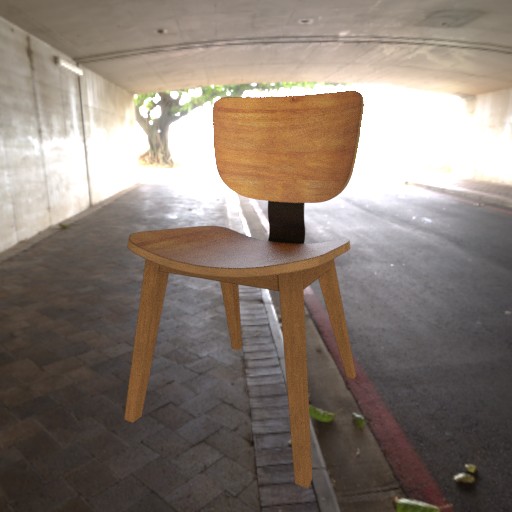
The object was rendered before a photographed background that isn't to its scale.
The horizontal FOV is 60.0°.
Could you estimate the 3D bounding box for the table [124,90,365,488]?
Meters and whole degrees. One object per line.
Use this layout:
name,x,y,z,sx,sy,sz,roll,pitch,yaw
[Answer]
table,0.000,0.000,1.123,0.499,0.805,0.500,7,16,27
